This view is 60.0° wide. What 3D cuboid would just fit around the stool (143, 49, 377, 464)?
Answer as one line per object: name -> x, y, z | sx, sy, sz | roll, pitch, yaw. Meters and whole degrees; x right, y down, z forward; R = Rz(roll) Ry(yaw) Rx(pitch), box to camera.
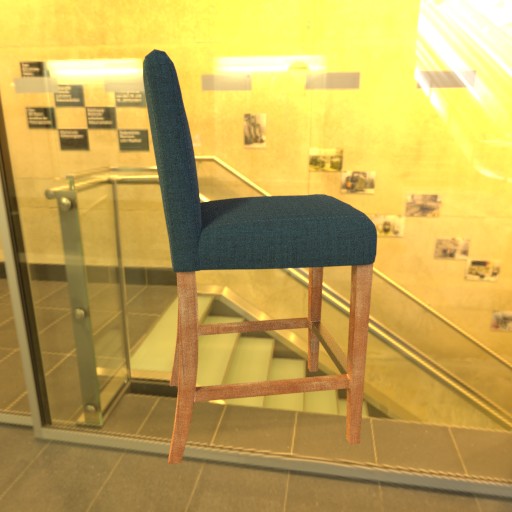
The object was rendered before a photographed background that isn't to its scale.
stool -> 0.000, 0.000, 1.296 | 0.567, 1.039, 0.454 | -3, 17, -10
